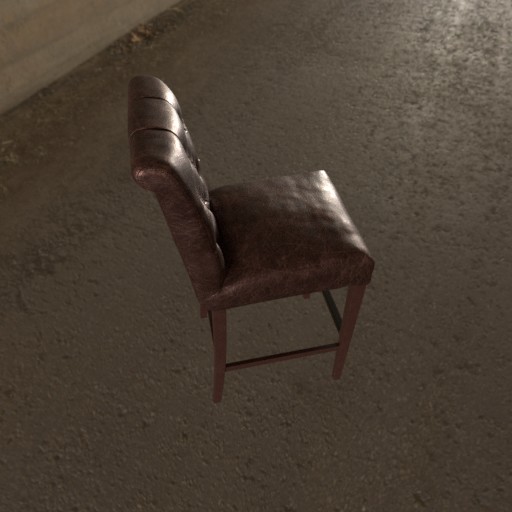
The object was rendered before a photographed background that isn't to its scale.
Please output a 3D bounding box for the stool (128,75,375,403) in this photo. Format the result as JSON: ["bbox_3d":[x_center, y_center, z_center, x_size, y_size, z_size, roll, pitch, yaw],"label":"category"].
[{"bbox_3d":[0.000,0.000,1.557,0.659,1.168,0.483,-9,47,-8],"label":"stool"}]
